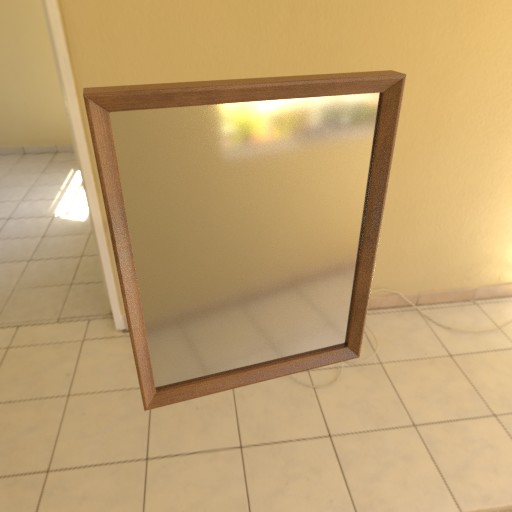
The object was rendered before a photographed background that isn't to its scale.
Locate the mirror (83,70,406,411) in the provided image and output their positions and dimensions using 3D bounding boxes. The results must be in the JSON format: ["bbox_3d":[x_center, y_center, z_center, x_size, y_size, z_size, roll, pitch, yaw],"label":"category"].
[{"bbox_3d":[0.000,0.000,0.680,0.406,0.509,0.041,-10,33,-15],"label":"mirror"}]
